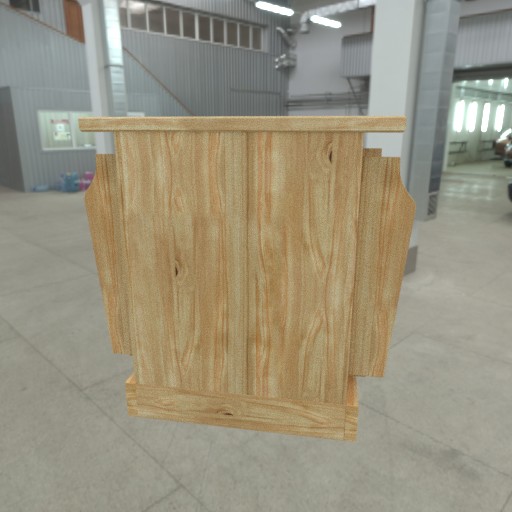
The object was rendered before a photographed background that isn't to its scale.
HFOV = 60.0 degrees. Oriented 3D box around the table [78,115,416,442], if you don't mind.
[{"bbox_3d":[0.000,0.000,0.871,0.530,0.515,0.380,3,16,10],"label":"table"}]
